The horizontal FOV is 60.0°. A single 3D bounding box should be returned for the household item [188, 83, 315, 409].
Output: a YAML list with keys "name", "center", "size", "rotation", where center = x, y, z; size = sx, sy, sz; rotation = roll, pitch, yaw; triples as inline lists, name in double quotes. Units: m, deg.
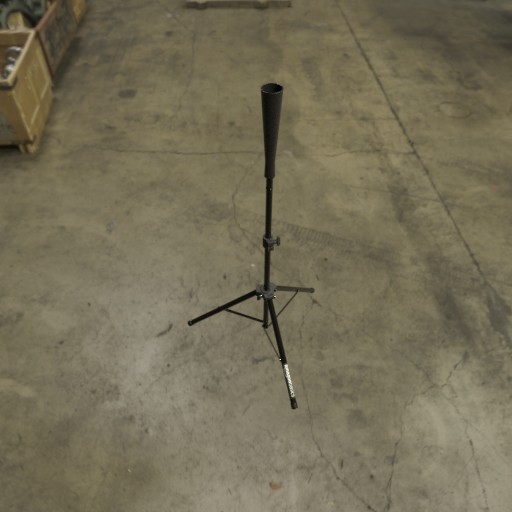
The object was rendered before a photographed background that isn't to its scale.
- name: "household item"
  center: [0.000, 0.000, 1.408]
  size: [0.559, 1.067, 0.559]
  rotation: [-3, 47, -2]
